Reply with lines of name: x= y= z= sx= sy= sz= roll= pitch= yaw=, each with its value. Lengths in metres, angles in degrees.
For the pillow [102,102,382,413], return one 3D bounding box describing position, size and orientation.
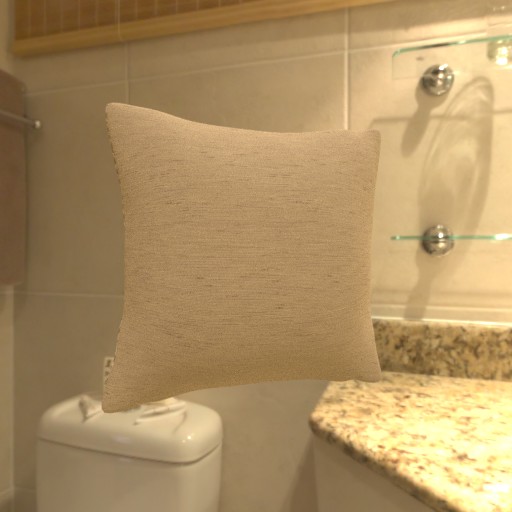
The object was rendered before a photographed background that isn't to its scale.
pillow: x=0.000 y=0.000 z=0.665 sx=0.438 sy=0.421 sz=0.167 roll=0 pitch=0 yaw=-19
